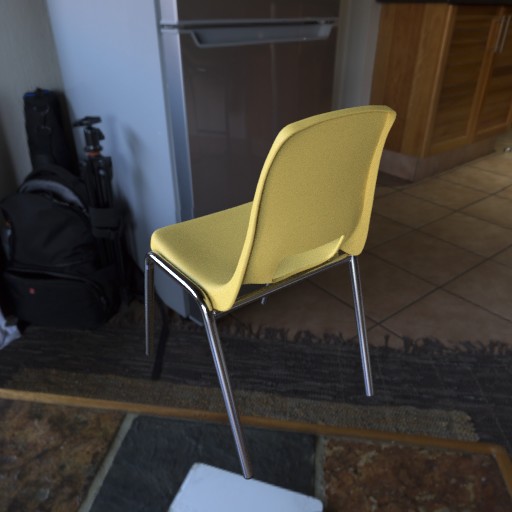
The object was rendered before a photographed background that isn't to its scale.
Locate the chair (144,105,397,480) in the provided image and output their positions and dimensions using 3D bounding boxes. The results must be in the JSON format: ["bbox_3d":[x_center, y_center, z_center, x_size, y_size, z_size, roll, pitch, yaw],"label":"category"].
[{"bbox_3d":[0.000,0.000,0.900,0.381,0.653,0.436,-20,36,-30],"label":"chair"}]
